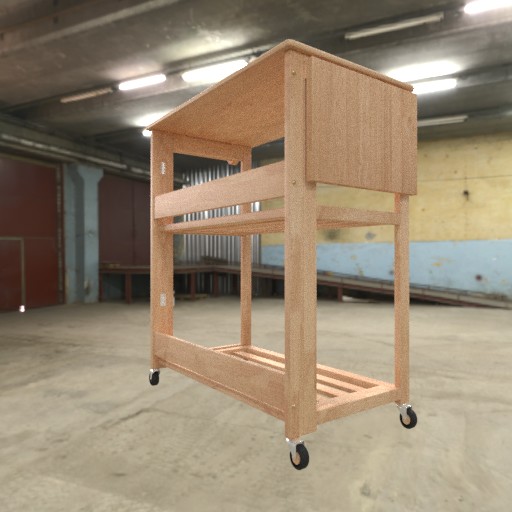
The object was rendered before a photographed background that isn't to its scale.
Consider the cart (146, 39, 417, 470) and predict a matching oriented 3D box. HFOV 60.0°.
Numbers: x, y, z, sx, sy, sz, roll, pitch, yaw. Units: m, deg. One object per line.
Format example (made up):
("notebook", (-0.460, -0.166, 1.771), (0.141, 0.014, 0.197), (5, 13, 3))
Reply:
("cart", (0.000, 0.000, 1.350), (0.432, 0.879, 0.853), (0, 0, -36))
